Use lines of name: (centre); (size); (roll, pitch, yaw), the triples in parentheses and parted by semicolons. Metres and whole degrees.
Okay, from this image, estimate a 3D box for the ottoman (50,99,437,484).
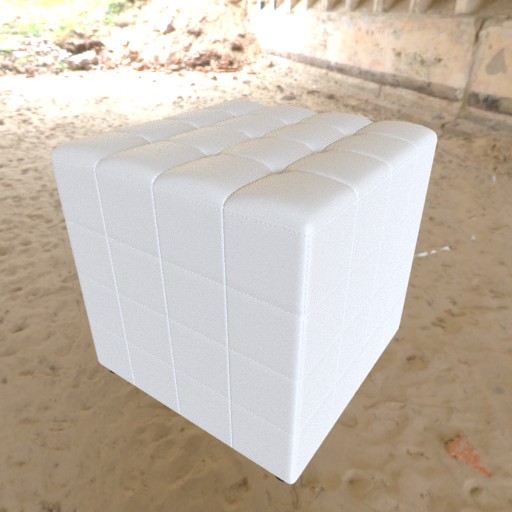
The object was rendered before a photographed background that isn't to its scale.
ottoman: (0.000, 0.000, 0.769); (0.425, 0.432, 0.425); (19, 35, 30)
